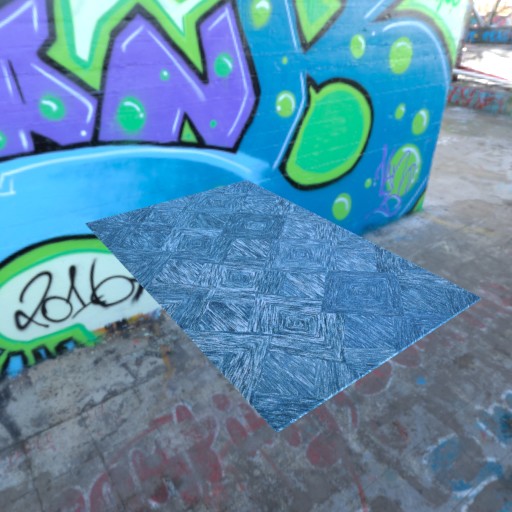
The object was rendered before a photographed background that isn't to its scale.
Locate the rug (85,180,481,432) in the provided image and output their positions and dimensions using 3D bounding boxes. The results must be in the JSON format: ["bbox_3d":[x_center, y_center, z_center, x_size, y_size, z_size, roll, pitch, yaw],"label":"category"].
[{"bbox_3d":[0.000,0.000,2.911,1.490,0.015,2.277,-21,37,-31],"label":"rug"}]
